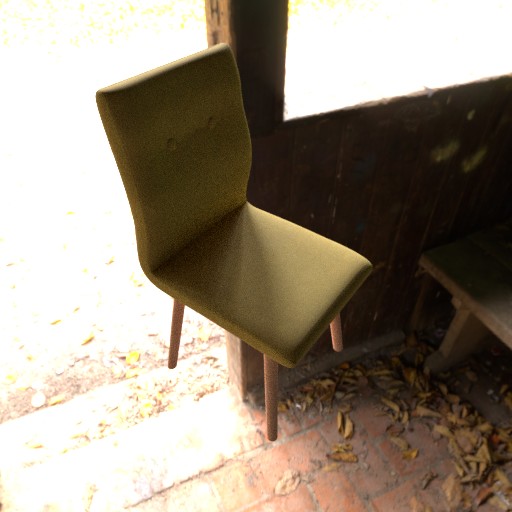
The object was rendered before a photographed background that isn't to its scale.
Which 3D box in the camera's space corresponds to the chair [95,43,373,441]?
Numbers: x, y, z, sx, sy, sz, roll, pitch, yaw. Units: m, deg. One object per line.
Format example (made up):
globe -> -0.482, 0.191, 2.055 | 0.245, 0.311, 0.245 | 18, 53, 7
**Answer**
chair -> 0.000, 0.000, 1.274 | 0.550, 0.965, 0.450 | 26, 48, 27
